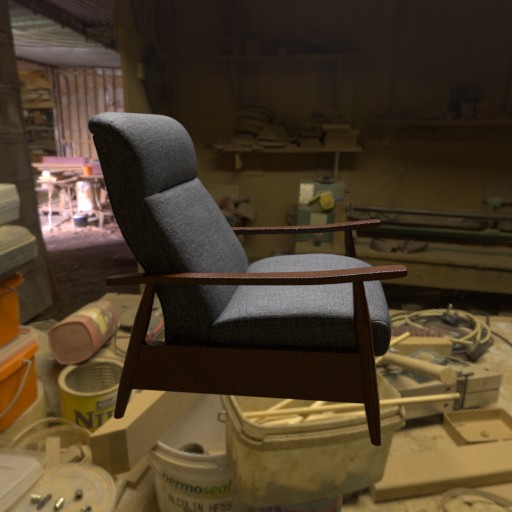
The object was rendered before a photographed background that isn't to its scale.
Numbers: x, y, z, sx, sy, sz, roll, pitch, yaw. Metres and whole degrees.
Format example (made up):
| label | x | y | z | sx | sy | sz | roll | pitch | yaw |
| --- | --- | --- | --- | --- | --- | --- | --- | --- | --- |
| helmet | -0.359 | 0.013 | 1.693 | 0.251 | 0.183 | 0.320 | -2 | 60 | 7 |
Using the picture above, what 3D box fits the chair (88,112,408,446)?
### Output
| label | x | y | z | sx | sy | sz | roll | pitch | yaw |
| --- | --- | --- | --- | --- | --- | --- | --- | --- | --- |
| chair | 0.000 | 0.000 | 1.764 | 1.030 | 1.082 | 0.762 | 3 | 17 | 9 |
